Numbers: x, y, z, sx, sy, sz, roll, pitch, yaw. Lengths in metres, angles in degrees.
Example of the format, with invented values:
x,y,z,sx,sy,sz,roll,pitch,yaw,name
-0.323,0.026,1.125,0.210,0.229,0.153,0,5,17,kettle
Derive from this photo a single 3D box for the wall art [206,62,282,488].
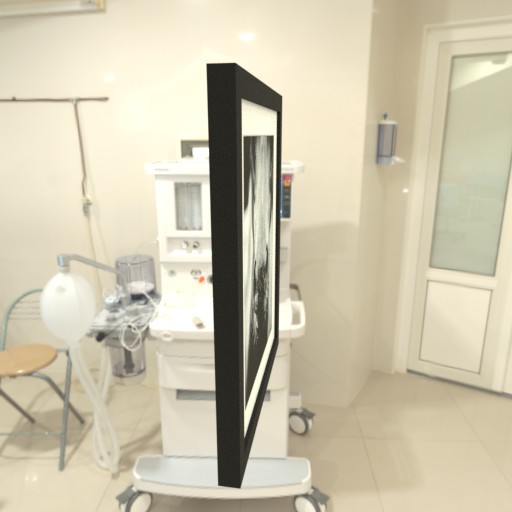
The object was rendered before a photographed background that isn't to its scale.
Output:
x,y,z,sx,sy,sz,roll,pitch,yaw,name
0.000,0.000,0.558,0.024,0.404,0.329,3,16,9,wall art
